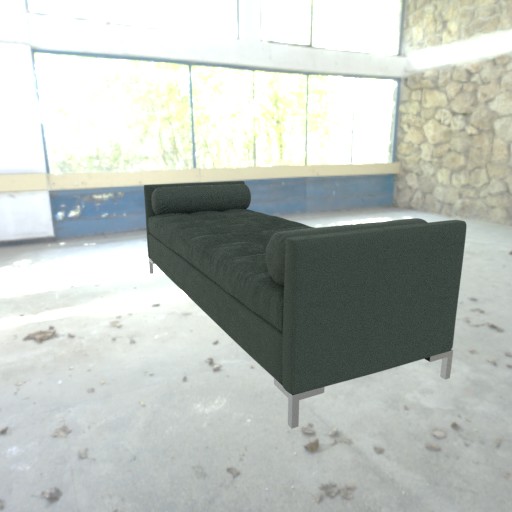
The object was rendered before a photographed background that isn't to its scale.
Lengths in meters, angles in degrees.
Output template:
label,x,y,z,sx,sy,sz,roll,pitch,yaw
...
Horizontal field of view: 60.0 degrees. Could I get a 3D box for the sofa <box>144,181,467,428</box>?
label,x,y,z,sx,sy,sz,roll,pitch,yaw
sofa,0.000,0.000,2.492,0.797,0.657,2.102,-7,16,-25
